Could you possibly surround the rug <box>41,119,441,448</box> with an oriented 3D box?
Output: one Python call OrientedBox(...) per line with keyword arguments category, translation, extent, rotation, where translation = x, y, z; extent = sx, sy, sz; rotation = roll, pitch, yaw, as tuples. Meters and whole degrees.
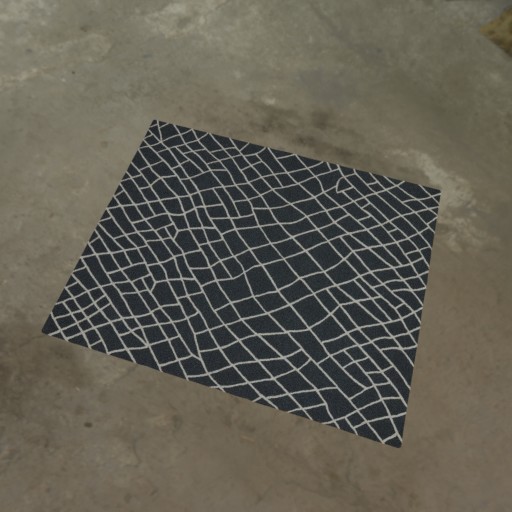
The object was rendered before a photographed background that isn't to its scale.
OrientedBox(category="rug", translation=(0.000, 0.000, 4.033), extent=(3.047, 0.022, 2.439), rotation=(16, 65, 7))
